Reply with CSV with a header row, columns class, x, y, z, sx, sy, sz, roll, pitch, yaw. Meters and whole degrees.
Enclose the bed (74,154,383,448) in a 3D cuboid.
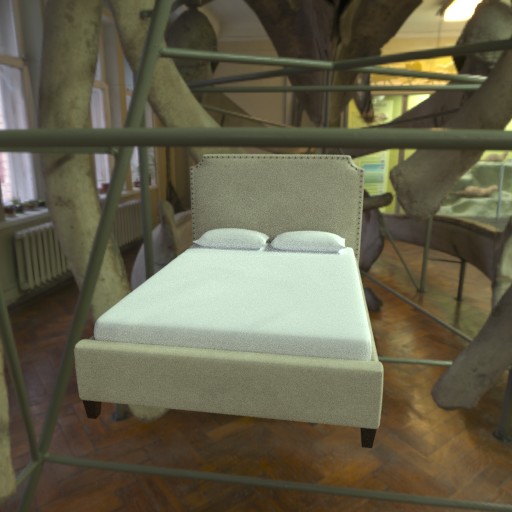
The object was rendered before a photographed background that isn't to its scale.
class,x,y,z,sx,sy,sz,roll,pitch,yaw
bed,0.000,0.000,3.388,1.712,1.443,2.372,2,15,9
